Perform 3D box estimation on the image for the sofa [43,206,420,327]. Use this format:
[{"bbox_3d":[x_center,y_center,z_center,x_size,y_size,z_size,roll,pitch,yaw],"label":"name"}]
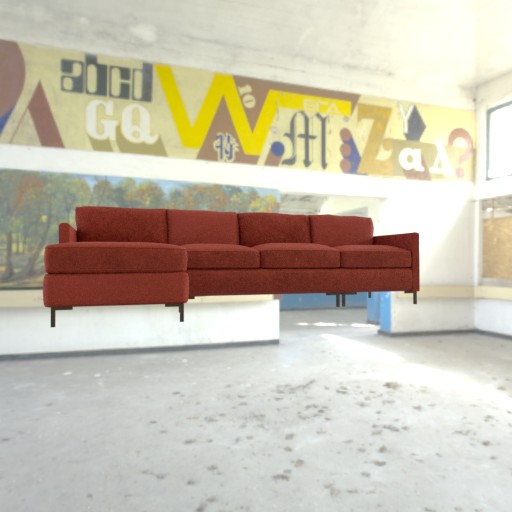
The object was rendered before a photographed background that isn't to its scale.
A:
[{"bbox_3d":[0.000,0.000,4.097,3.400,0.967,1.500,0,-1,-18],"label":"sofa"}]
